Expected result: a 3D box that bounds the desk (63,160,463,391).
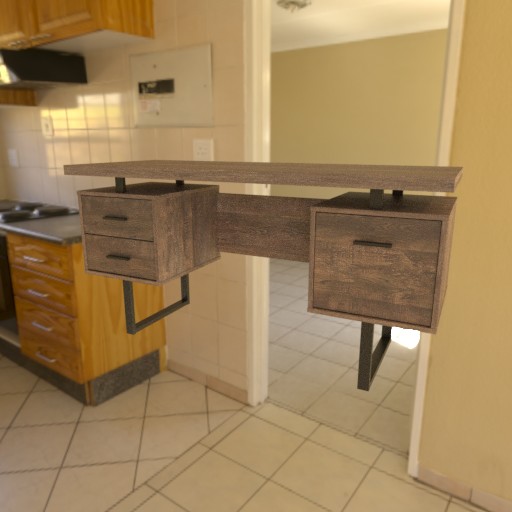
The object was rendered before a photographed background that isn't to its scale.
[{"bbox_3d":[0.000,0.000,1.906,1.524,0.760,0.600,7,16,25],"label":"desk"}]
